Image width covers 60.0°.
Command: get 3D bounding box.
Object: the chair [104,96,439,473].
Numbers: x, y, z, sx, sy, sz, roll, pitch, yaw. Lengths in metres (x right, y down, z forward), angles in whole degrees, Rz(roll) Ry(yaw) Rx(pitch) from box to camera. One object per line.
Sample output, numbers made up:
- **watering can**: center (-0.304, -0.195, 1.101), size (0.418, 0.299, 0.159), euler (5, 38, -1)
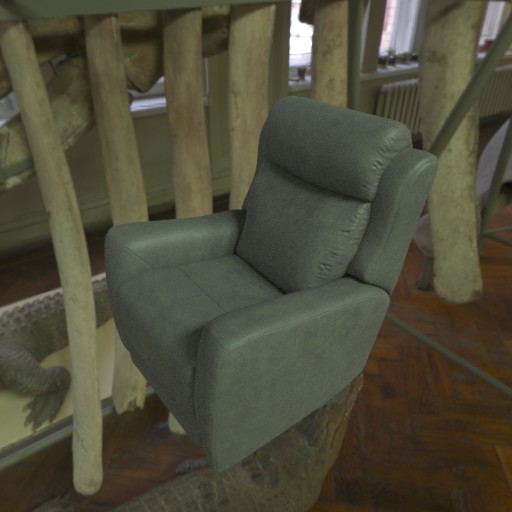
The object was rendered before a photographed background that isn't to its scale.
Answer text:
- **chair**: center (0.000, 0.000, 1.885), size (1.068, 1.116, 0.965), euler (-21, 38, -30)
